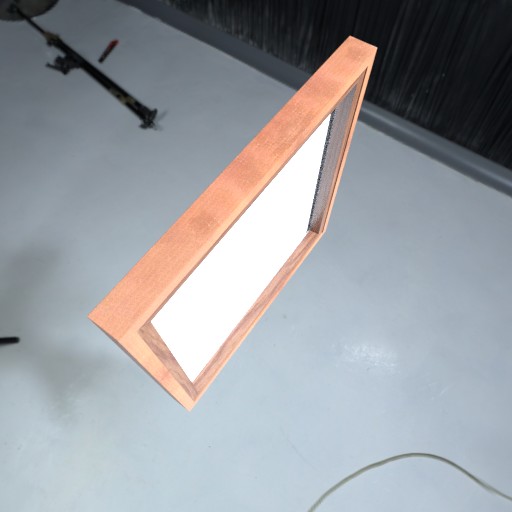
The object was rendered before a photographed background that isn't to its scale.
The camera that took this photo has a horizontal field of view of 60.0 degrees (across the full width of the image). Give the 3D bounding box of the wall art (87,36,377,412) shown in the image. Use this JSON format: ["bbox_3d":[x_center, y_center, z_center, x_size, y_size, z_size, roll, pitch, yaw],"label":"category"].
[{"bbox_3d":[0.000,0.000,0.594,0.035,0.403,0.403,33,68,15],"label":"wall art"}]
